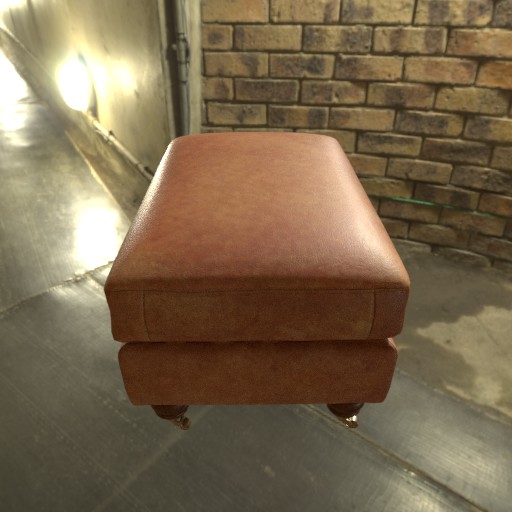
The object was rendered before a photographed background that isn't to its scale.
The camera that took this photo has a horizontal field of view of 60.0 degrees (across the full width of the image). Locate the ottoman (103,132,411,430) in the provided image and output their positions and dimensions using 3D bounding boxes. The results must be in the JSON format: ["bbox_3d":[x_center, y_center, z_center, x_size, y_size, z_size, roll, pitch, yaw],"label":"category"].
[{"bbox_3d":[0.000,0.000,1.198,0.565,0.507,0.852,0,32,-1],"label":"ottoman"}]
